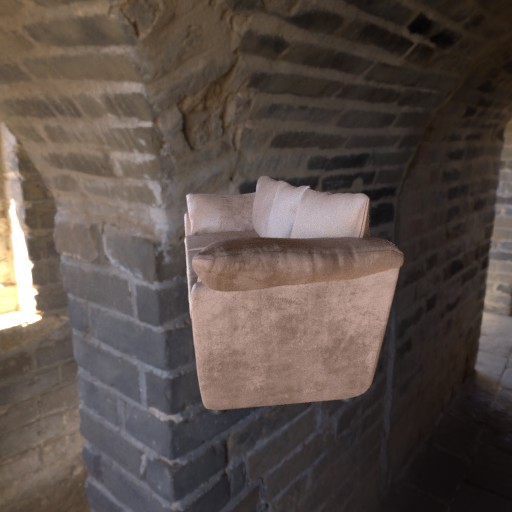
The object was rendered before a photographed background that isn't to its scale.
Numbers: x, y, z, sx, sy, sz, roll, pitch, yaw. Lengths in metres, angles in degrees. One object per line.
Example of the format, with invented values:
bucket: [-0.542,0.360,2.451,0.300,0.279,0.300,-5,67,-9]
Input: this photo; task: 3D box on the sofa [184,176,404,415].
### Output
sofa: [0.000,0.000,2.855,0.893,0.981,2.377,-2,14,-9]
